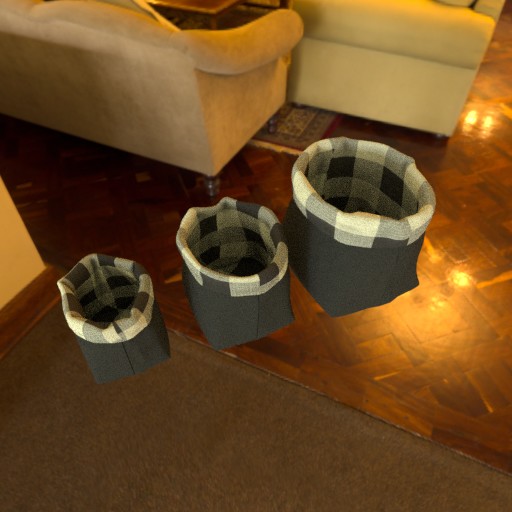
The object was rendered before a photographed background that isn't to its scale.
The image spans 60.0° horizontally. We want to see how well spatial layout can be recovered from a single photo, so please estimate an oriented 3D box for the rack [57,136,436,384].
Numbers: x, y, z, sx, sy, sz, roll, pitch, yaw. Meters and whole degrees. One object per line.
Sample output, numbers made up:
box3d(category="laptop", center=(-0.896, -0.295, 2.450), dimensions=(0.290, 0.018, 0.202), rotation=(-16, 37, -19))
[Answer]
box3d(category="rack", center=(0.000, 0.000, 1.073), dimensions=(0.889, 0.329, 0.370), rotation=(-18, 48, -16))
